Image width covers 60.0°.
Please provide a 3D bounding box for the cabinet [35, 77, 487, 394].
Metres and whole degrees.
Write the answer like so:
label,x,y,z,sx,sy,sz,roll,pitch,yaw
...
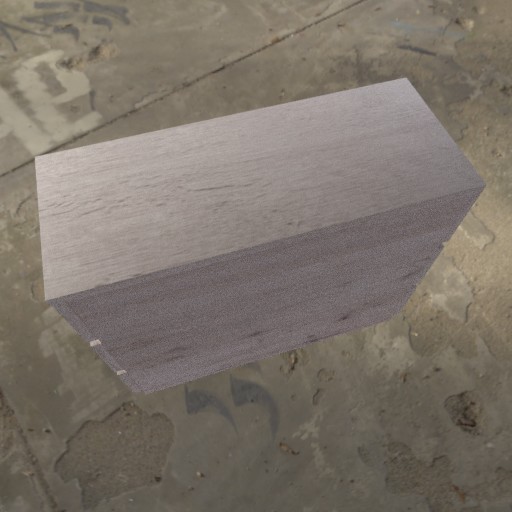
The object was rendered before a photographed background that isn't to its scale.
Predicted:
label,x,y,z,sx,sy,sz,roll,pitch,yaw
cabinet,0.000,0.000,1.447,1.040,0.820,0.420,-15,60,-9
